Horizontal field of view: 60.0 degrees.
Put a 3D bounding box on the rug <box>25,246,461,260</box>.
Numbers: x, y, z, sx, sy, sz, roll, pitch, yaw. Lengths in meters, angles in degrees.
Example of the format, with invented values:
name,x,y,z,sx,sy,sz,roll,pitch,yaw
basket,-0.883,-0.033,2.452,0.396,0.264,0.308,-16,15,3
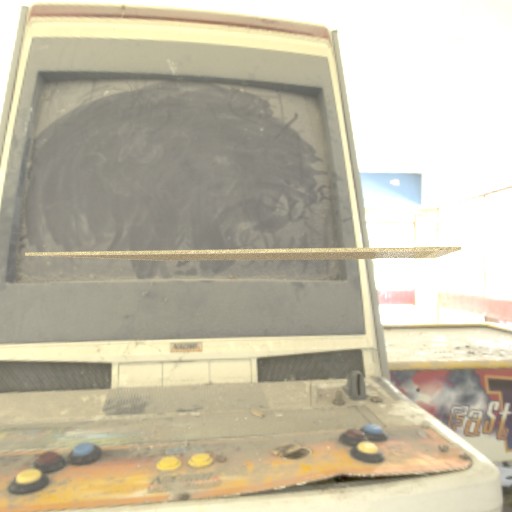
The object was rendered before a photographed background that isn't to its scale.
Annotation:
name,x,y,z,sx,sy,sz,roll,pitch,yaw
rug,0.000,0.000,2.910,2.297,0.018,1.532,-1,-2,18
